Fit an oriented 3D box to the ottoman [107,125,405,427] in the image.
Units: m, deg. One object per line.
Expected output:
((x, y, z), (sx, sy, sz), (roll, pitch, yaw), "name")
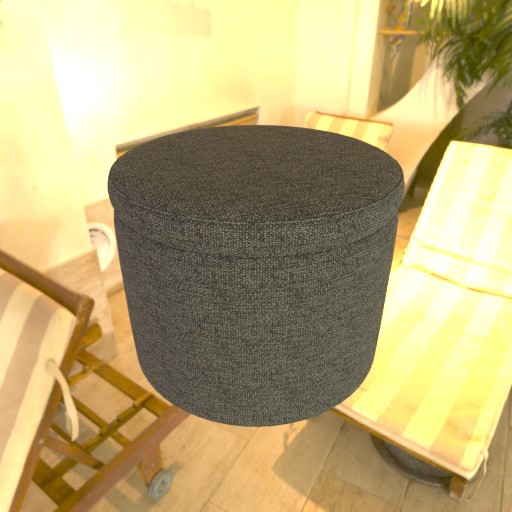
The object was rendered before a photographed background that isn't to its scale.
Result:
((0.000, 0.000, 0.890), (0.520, 0.430, 0.520), (0, 30, 0), "ottoman")
